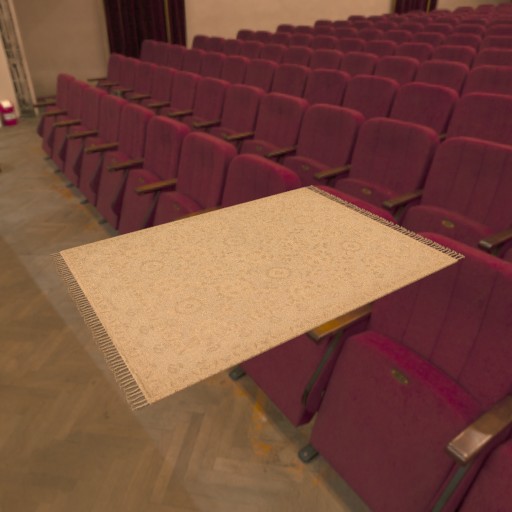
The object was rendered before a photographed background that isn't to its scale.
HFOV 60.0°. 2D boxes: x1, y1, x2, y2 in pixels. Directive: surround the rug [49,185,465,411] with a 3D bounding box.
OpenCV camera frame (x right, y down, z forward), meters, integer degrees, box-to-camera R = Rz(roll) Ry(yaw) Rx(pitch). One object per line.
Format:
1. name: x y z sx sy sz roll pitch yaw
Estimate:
1. rug: 0.000 0.000 2.288 1.771 0.015 1.223 -19 35 -29
